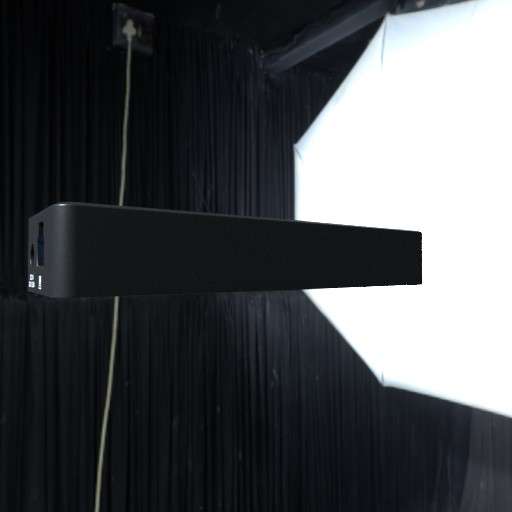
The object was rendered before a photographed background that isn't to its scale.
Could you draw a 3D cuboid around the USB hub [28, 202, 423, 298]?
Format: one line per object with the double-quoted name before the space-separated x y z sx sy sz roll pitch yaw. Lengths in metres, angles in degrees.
"USB hub" 0.000 0.000 0.162 0.145 0.023 0.044 1 -2 -35
